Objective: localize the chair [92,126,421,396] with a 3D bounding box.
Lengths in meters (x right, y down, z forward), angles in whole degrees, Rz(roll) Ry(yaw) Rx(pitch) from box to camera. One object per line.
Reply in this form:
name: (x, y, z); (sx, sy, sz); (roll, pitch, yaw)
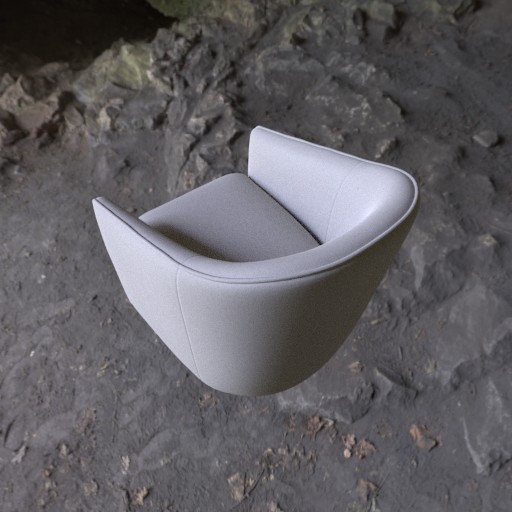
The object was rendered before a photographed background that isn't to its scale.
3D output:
chair: (0.000, 0.000, 1.484); (0.747, 0.799, 0.875); (-32, 54, -27)
